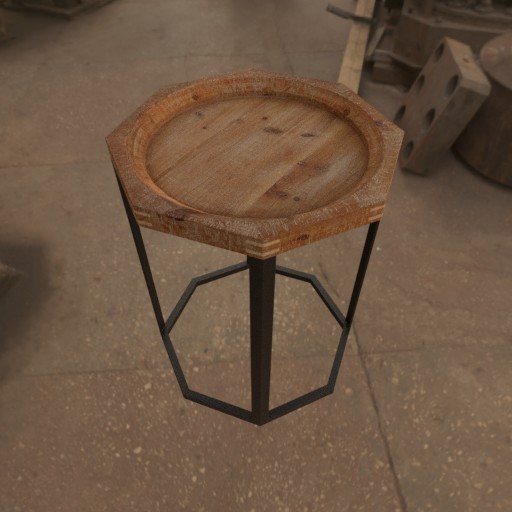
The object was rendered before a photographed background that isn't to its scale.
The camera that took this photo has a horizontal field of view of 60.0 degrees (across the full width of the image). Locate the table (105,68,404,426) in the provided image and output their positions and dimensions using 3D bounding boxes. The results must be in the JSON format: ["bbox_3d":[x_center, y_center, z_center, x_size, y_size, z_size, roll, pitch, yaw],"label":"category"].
[{"bbox_3d":[0.000,0.000,0.876,0.458,0.543,0.458,-2,47,-1],"label":"table"}]
